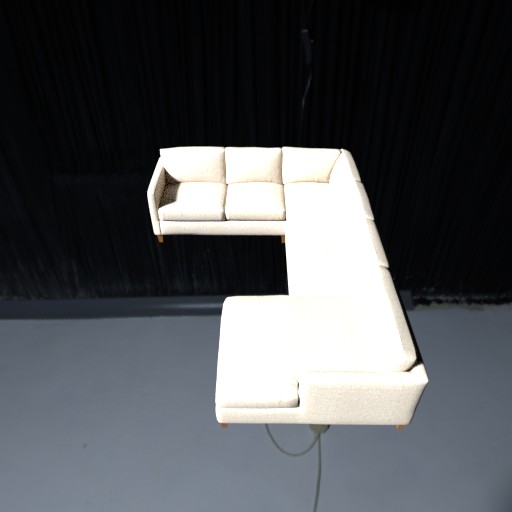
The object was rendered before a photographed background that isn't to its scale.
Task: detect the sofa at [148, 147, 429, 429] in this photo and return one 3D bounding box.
[{"bbox_3d":[0.000,0.000,4.683,2.594,0.961,3.460,0,40,0],"label":"sofa"}]
